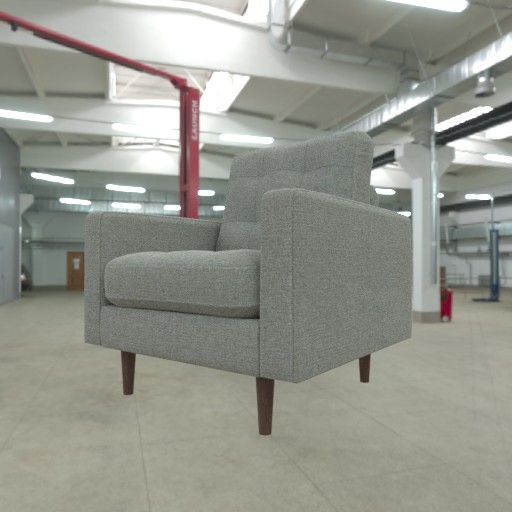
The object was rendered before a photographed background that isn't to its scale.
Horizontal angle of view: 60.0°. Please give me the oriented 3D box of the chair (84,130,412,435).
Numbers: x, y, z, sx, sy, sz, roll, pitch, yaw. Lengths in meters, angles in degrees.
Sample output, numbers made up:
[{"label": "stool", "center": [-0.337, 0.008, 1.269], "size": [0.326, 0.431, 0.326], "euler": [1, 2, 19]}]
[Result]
[{"label": "chair", "center": [0.000, 0.000, 1.511], "size": [0.821, 0.880, 0.843], "euler": [-1, -1, 37]}]
